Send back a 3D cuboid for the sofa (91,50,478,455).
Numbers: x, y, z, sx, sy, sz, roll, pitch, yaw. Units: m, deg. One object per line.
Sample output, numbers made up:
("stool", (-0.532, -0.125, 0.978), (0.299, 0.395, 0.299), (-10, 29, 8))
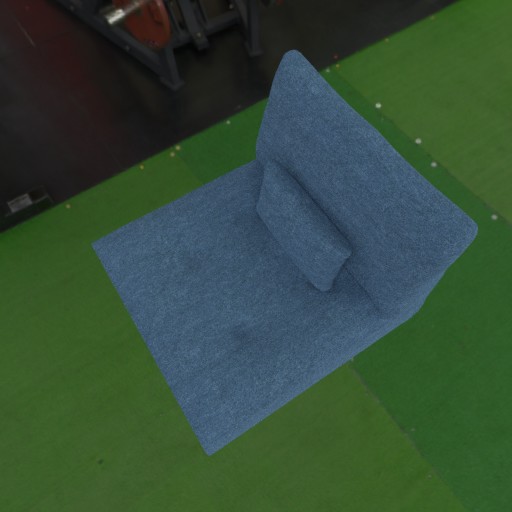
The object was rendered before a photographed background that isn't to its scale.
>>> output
("sofa", (0.000, 0.000, 1.641), (1.000, 0.820, 0.930), (-30, 66, -15))
